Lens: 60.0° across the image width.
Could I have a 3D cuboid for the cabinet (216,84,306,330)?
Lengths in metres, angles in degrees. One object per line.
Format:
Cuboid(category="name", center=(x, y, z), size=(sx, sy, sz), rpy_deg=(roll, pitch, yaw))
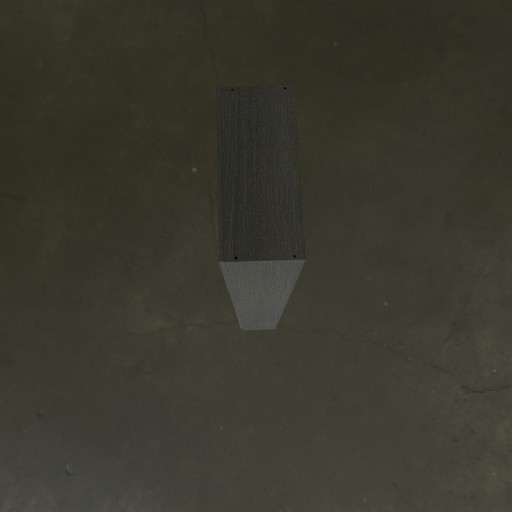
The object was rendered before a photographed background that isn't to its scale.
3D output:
Cuboid(category="cabinet", center=(0.000, 0.000, 2.027), size=(0.230, 1.790, 0.500), rpy_deg=(-2, 75, 0))
